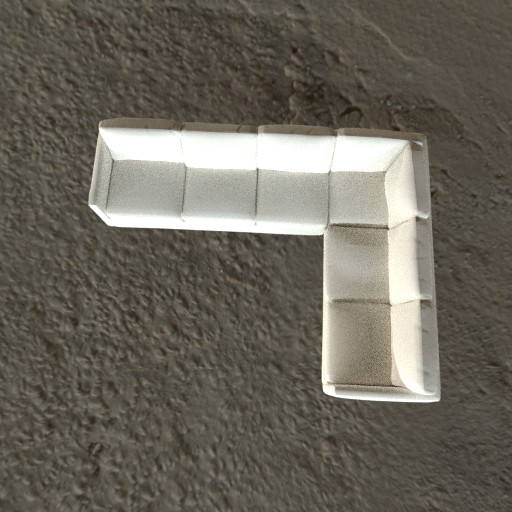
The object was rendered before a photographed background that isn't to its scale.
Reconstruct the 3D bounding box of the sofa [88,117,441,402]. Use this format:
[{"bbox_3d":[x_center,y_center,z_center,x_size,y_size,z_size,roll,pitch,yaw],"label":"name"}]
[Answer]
[{"bbox_3d":[0.000,0.000,4.347,3.302,0.947,2.593,3,76,1],"label":"sofa"}]
